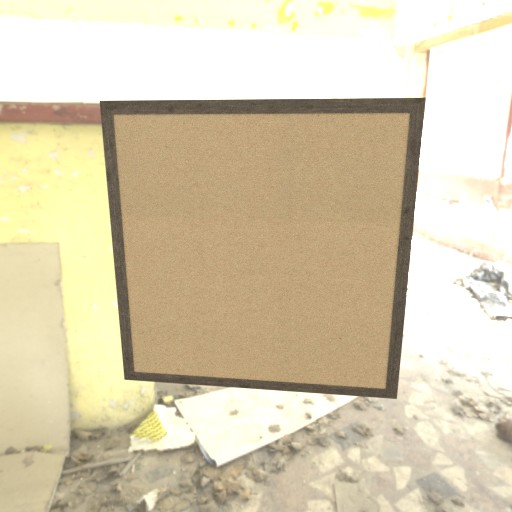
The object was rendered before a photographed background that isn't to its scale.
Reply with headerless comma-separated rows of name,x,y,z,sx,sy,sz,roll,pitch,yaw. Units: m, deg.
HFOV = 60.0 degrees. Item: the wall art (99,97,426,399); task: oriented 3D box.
wall art,0.000,0.000,0.684,0.457,0.457,0.013,2,16,7
